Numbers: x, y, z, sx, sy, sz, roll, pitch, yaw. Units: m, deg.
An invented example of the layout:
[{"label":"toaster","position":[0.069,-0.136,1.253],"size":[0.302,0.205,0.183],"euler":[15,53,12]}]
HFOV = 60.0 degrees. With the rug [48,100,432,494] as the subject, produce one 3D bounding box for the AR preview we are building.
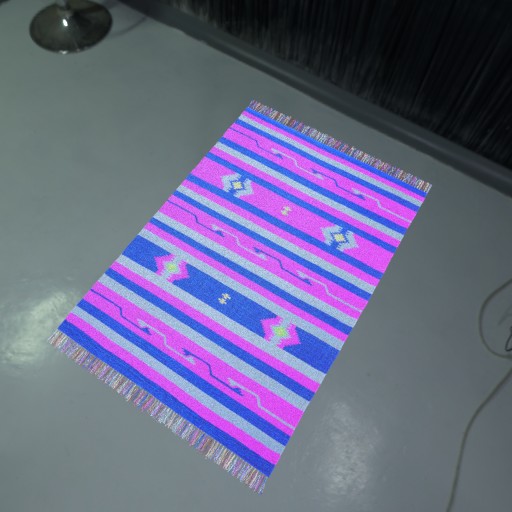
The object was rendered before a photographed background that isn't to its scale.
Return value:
[{"label":"rug","position":[0.000,0.000,2.928],"size":[1.539,0.013,2.350],"euler":[30,68,14]}]
